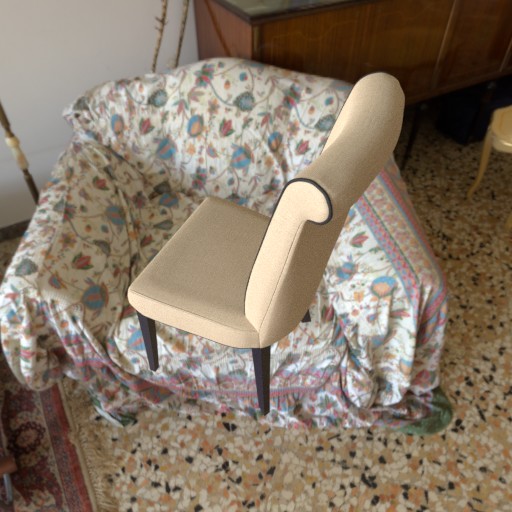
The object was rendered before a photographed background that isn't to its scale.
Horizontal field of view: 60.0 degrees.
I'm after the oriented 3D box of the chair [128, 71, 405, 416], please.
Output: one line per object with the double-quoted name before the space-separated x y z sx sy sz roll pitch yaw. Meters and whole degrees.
"chair" 0.000 0.000 1.314 0.623 0.997 0.522 18 48 17
